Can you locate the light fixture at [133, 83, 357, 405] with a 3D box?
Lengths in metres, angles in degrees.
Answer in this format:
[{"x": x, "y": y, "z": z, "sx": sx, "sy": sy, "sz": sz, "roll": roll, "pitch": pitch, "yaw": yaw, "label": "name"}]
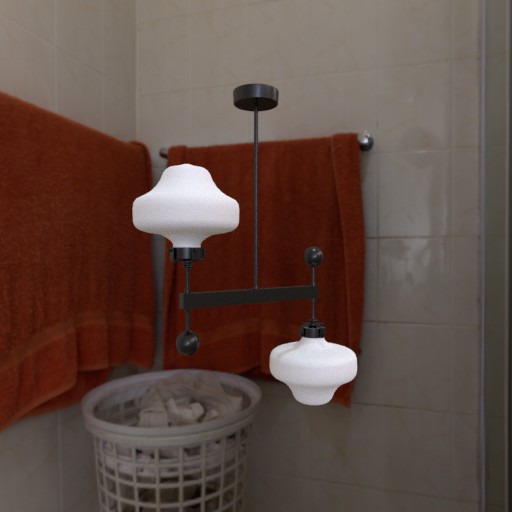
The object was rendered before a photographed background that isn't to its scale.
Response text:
[{"x": 0.000, "y": 0.000, "z": 1.008, "sx": 0.422, "sy": 0.743, "sz": 0.489, "roll": 0, "pitch": 1, "yaw": 19, "label": "light fixture"}]
